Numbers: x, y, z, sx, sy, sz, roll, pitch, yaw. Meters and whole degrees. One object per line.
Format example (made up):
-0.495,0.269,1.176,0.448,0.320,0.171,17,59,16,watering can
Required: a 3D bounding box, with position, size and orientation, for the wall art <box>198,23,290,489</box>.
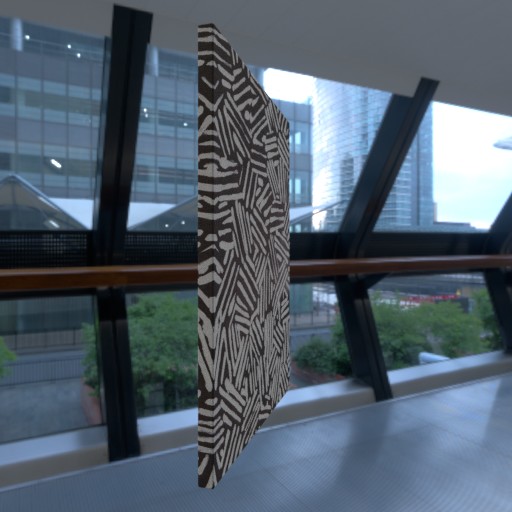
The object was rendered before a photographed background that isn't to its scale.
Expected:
0.000,0.000,1.334,0.038,1.017,0.765,0,0,17,wall art
